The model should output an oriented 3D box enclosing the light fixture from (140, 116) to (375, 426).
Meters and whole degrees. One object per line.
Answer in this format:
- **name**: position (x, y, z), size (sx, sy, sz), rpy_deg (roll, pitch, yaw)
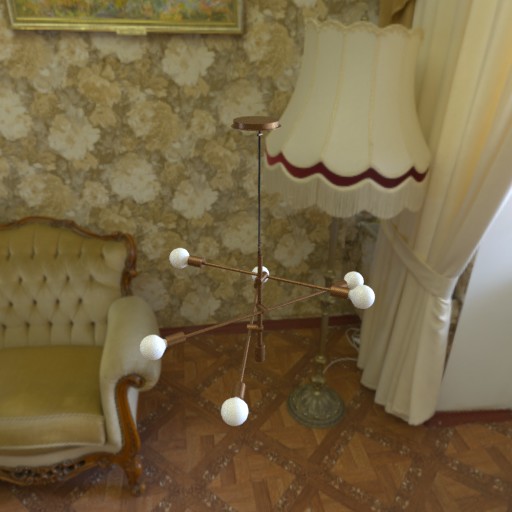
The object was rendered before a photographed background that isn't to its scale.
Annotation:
- **light fixture**: position (0.000, 0.000, 1.245), size (0.637, 0.744, 0.682), rpy_deg (17, 31, 30)
